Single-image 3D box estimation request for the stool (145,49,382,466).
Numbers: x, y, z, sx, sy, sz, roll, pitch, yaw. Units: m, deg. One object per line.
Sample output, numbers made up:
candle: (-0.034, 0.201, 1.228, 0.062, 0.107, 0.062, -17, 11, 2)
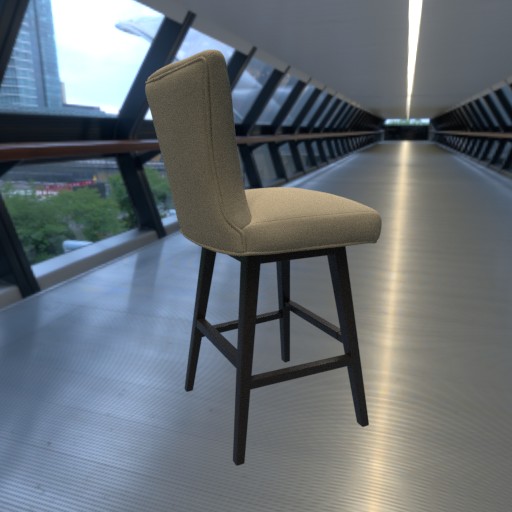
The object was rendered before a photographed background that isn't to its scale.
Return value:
stool: (0.000, 0.000, 1.394, 0.574, 1.086, 0.514, -7, 16, -27)
